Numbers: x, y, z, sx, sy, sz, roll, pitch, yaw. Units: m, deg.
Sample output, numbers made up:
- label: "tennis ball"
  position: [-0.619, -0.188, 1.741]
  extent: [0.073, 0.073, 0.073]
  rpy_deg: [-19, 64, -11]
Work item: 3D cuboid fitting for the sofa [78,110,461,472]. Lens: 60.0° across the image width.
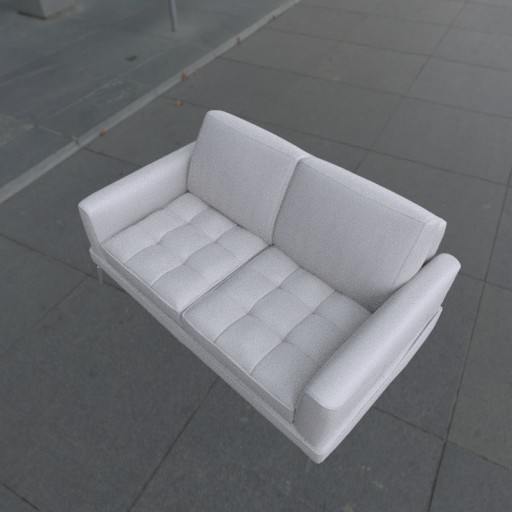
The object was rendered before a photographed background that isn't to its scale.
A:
- label: "sofa"
  position: [0.000, 0.000, 2.408]
  extent: [1.819, 0.930, 1.121]
  rpy_deg: [34, 55, 29]
